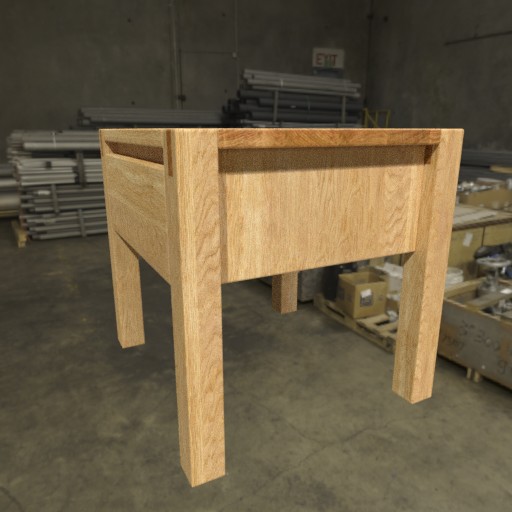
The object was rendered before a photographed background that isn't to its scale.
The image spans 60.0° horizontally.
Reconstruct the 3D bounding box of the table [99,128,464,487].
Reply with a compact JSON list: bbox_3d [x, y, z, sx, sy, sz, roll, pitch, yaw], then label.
[{"bbox_3d":[0.000,0.000,0.817,0.440,0.450,0.480,-8,18,-27],"label":"table"}]
